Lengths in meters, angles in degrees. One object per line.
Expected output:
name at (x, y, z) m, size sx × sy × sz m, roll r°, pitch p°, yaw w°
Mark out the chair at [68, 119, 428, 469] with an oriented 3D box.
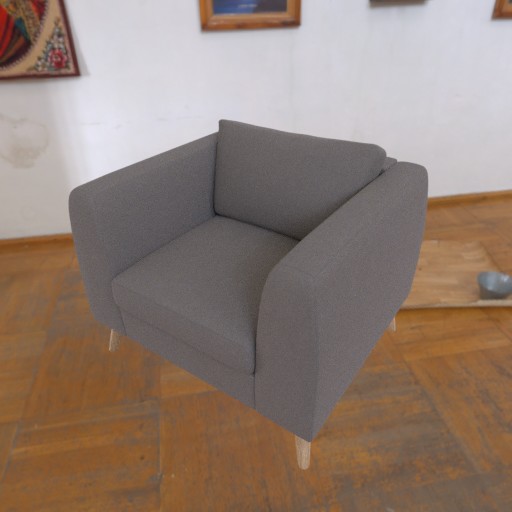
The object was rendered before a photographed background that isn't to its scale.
chair at (0.000, 0.000, 1.704) m, size 1.000 × 0.860 × 0.930 m, roll 20°, pitch 37°, yaw 29°
